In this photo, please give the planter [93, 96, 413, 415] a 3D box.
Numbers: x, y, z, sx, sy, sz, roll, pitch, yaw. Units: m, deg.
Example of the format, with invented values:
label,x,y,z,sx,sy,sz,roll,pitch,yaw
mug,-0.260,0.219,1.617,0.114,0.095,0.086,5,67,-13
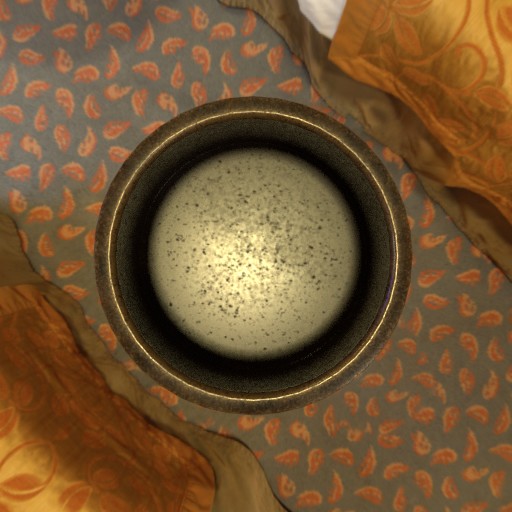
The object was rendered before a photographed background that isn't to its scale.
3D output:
label,x,y,z,sx,sy,sz,roll,pitch,yaw
planter,0.000,0.000,0.702,0.354,0.465,0.345,0,90,0
